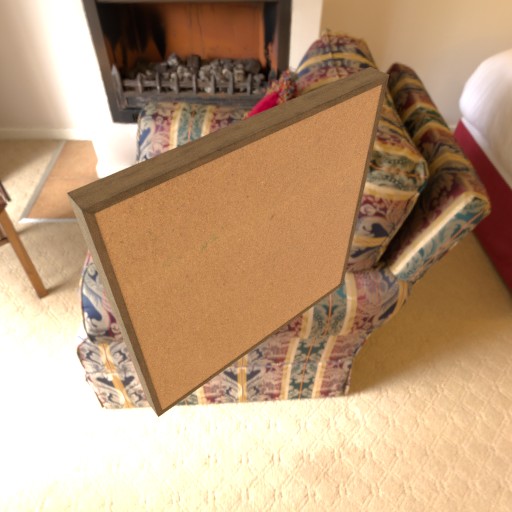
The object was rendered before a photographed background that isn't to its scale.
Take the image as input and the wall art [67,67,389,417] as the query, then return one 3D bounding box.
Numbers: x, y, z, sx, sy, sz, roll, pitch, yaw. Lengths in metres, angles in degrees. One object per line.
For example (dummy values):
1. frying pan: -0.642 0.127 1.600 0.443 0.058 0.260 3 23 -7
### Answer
1. wall art: 0.000 0.000 0.772 0.508 0.508 0.038 -31 54 -26
